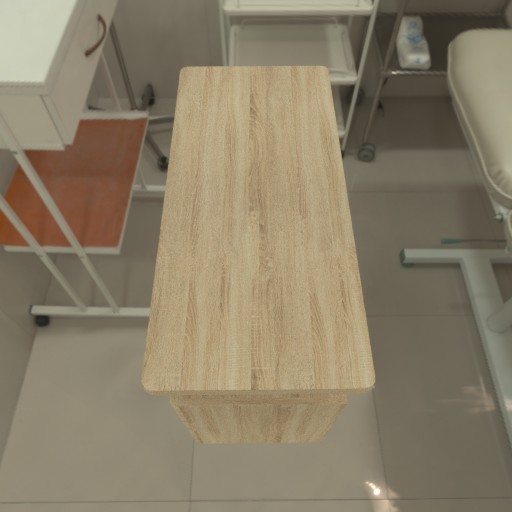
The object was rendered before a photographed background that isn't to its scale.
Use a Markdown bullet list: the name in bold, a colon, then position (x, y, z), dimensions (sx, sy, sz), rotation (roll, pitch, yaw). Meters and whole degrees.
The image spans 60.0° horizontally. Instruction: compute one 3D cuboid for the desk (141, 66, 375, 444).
- **desk**: position (0.000, 0.000, 1.664), dimensions (0.550, 0.760, 1.200), rotation (0, 58, 0)
